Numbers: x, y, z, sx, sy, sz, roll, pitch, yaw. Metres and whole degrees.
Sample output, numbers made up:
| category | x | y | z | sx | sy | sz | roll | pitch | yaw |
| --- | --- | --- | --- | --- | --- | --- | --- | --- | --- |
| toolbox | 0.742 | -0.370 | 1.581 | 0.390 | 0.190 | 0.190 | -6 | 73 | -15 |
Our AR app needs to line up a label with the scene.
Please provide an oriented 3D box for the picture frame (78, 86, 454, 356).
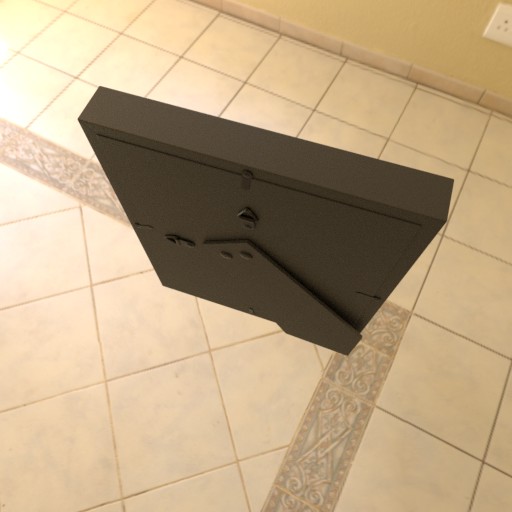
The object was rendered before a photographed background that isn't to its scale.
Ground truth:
| category | x | y | z | sx | sy | sz | roll | pitch | yaw |
| --- | --- | --- | --- | --- | --- | --- | --- | --- | --- |
| picture frame | 0.000 | 0.000 | 0.396 | 0.232 | 0.284 | 0.042 | 17 | 66 | 8 |
